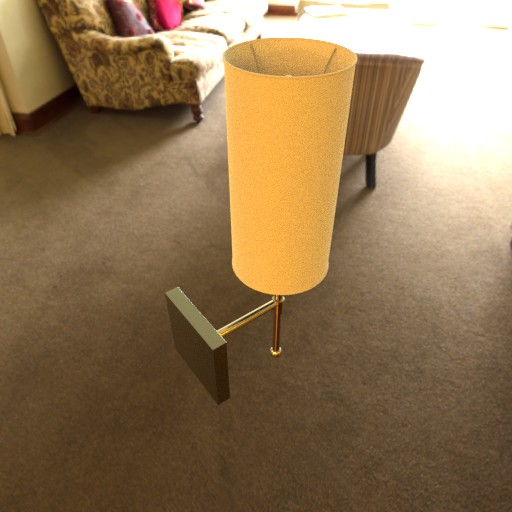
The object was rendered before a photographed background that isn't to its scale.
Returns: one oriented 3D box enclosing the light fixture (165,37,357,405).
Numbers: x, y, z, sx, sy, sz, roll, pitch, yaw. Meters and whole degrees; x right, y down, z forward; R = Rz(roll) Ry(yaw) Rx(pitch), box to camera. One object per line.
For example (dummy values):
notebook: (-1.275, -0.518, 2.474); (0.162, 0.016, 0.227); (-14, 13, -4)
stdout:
light fixture: (0.000, 0.000, 0.553); (0.208, 0.462, 0.128); (-26, 46, -27)
